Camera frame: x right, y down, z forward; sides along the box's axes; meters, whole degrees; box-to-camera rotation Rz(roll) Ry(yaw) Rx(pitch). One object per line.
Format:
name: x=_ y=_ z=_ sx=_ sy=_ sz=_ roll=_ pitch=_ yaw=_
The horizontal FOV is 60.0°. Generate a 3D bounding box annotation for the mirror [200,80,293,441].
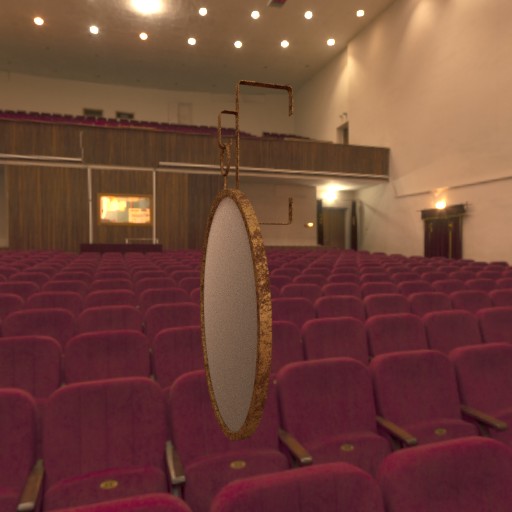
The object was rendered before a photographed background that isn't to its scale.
mirror: x=0.000 y=0.000 z=0.840 sx=0.144 sy=0.651 sz=0.447 roll=0 pitch=0 yaw=-18
